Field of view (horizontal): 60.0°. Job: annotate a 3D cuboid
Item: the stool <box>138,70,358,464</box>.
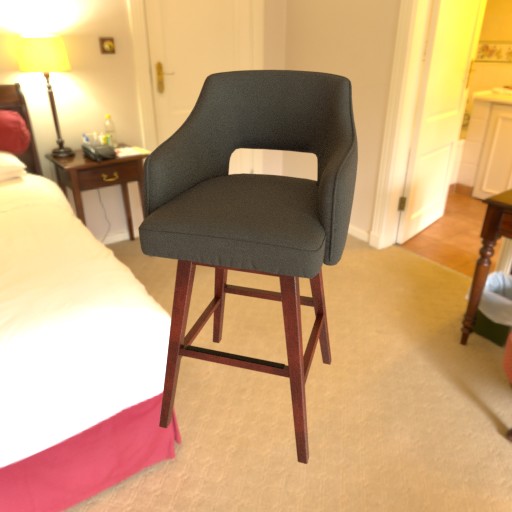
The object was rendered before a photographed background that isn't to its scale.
[{"bbox_3d":[0.000,0.000,1.345,0.548,1.012,0.558,8,27,15],"label":"stool"}]
